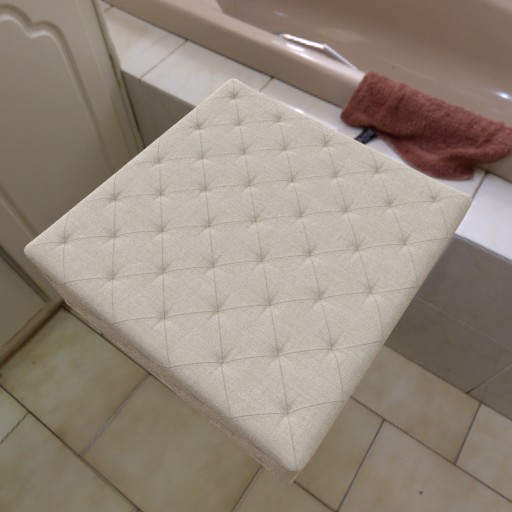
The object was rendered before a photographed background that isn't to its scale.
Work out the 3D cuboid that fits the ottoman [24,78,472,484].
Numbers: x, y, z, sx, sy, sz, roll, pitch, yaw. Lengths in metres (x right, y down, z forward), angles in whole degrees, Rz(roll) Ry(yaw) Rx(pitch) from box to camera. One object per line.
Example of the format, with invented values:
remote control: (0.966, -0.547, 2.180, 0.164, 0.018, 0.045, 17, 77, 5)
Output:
ottoman: (0.000, 0.000, 1.565, 1.028, 0.439, 1.028, 33, 64, 18)
